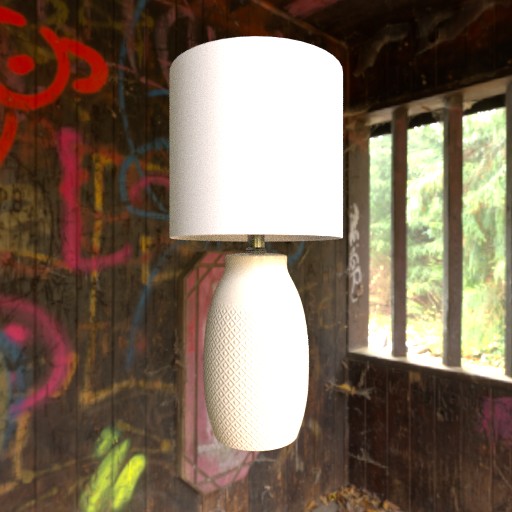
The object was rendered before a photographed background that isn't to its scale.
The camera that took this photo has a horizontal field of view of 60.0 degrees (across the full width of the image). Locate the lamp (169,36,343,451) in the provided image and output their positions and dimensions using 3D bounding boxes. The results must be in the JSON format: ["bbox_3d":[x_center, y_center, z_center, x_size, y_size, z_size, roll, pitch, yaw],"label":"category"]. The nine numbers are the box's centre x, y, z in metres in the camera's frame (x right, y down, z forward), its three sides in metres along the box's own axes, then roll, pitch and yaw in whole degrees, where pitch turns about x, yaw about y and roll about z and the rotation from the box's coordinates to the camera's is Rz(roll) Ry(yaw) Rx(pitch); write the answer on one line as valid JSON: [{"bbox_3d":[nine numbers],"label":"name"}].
[{"bbox_3d":[0.000,0.000,0.565,0.217,0.453,0.217,0,0,19],"label":"lamp"}]
